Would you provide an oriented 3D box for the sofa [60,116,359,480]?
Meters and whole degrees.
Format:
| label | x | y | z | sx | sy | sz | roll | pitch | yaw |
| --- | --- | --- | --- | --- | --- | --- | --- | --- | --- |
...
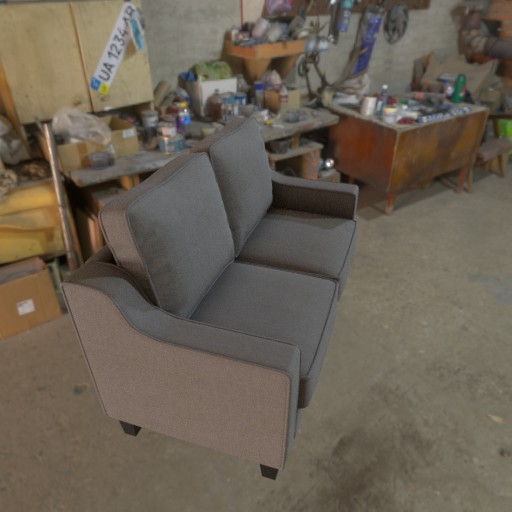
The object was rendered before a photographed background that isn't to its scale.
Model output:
| label | x | y | z | sx | sy | sz | roll | pitch | yaw |
| --- | --- | --- | --- | --- | --- | --- | --- | --- | --- |
| sofa | 0.000 | 0.000 | 2.000 | 0.791 | 0.948 | 1.500 | 10 | 32 | 16 |
